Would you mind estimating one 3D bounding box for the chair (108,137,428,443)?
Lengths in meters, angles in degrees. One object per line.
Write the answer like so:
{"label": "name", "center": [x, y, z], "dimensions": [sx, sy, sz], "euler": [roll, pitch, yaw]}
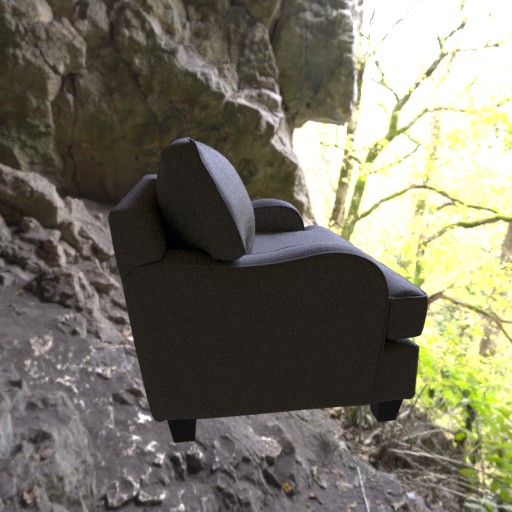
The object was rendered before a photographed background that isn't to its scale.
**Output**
{"label": "chair", "center": [0.000, 0.000, 1.969], "dimensions": [1.040, 1.016, 1.220], "euler": [-2, 15, -9]}
